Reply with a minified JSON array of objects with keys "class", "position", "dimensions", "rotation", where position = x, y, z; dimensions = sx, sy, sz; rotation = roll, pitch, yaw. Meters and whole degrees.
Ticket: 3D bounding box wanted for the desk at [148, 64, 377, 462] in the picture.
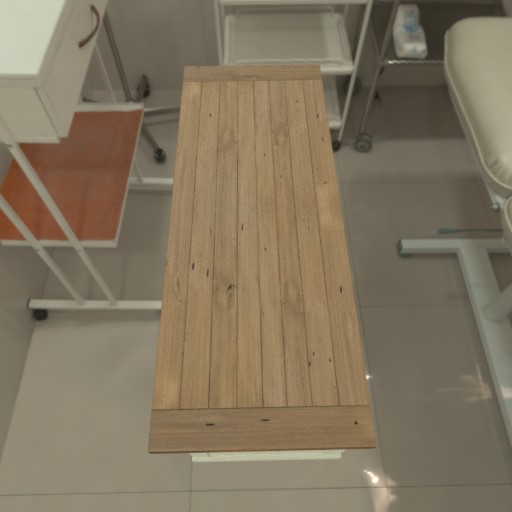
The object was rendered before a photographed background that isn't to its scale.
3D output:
[{"class":"desk","position":[0.000,0.000,2.120],"dimensions":[0.688,0.760,1.803],"rotation":[-1,59,-1]}]
